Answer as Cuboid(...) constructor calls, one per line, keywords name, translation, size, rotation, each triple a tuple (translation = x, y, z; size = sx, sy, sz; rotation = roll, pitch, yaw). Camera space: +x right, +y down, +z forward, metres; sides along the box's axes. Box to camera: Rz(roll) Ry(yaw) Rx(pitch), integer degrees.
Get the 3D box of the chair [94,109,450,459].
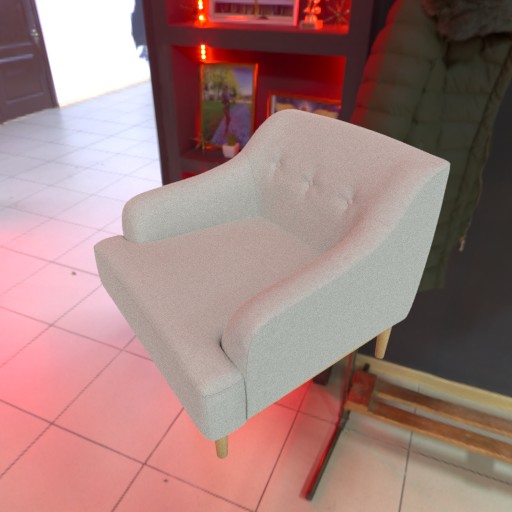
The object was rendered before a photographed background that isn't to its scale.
Cuboid(name="chair", translation=(0.000, 0.000, 1.629), size=(0.951, 0.818, 0.946), rotation=(-20, 37, -28))
